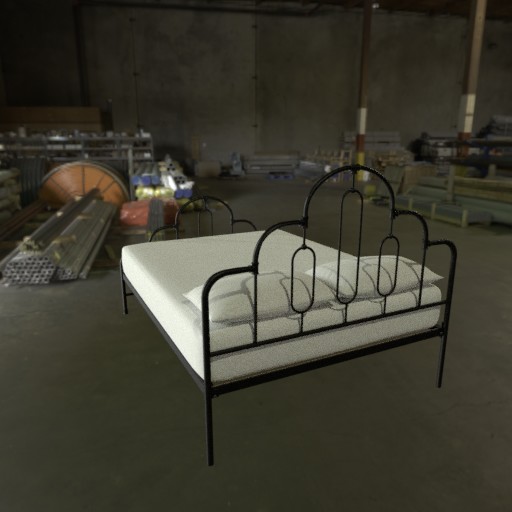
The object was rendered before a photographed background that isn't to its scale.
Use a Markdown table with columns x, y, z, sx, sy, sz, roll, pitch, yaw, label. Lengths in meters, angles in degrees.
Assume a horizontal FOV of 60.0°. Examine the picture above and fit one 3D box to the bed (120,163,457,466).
| x | y | z | sx | sy | sz | roll | pitch | yaw | label |
| --- | --- | --- | --- | --- | --- | --- | --- | --- | --- |
| 0.000 | 0.000 | 3.287 | 1.626 | 1.444 | 2.181 | -7 | 17 | -26 | bed |
